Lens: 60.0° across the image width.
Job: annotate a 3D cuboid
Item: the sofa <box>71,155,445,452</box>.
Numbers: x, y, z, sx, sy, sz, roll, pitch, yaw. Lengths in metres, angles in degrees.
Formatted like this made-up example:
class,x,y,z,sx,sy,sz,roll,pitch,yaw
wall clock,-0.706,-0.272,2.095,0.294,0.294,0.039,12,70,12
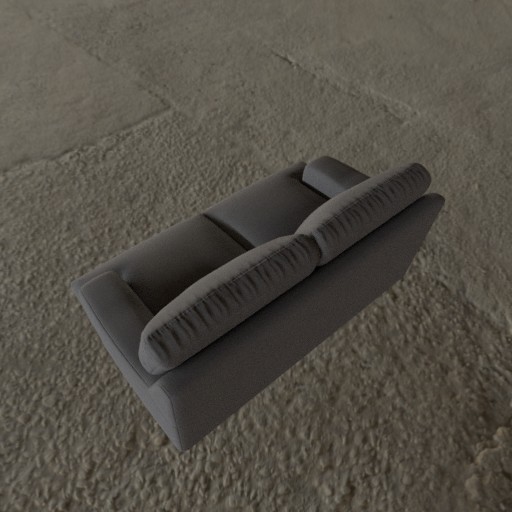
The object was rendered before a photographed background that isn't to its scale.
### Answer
class,x,y,z,sx,sy,sz,roll,pitch,yaw
sofa,0.000,0.000,2.549,1.880,0.940,1.143,-32,55,-26
